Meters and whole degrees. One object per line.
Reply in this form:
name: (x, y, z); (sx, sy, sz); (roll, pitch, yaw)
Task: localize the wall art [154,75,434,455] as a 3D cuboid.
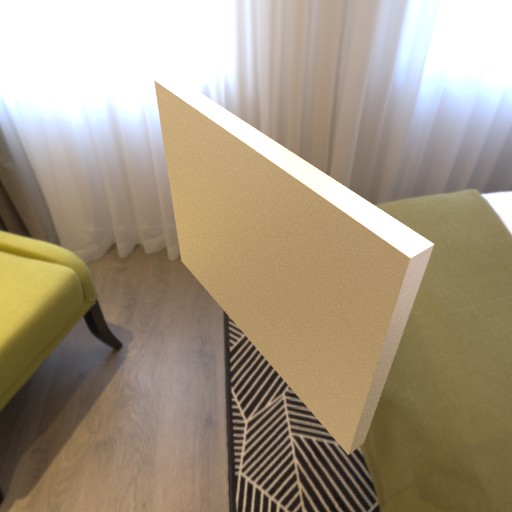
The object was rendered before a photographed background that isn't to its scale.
wall art: (0.000, 0.000, 1.400); (0.066, 0.801, 1.056); (-25, 48, -25)
